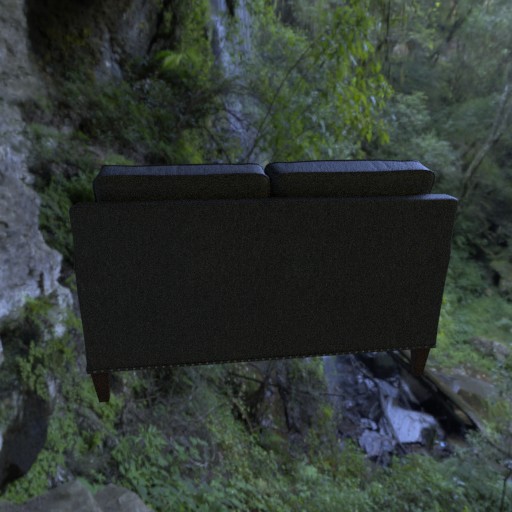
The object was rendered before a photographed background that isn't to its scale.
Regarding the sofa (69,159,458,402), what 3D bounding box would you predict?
[{"bbox_3d":[0.000,0.000,2.272,1.597,1.003,1.084,-2,16,-8],"label":"sofa"}]
